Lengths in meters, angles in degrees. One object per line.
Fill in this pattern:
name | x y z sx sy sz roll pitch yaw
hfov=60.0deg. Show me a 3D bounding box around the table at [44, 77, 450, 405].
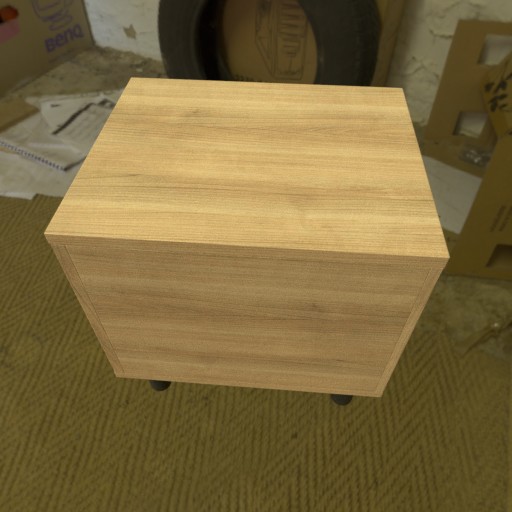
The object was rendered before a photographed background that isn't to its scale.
table | 0.000 0.000 0.780 0.445 0.460 0.380 3 48 3
